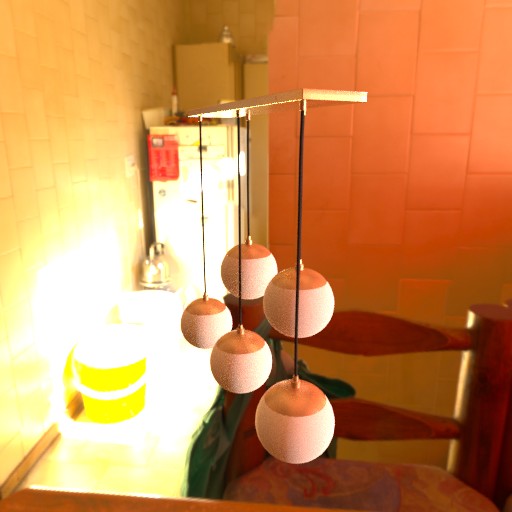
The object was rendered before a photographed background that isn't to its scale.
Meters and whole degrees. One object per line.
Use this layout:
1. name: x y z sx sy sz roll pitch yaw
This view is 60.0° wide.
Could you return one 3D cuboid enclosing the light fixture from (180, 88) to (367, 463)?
1. light fixture: 0.000 0.000 1.331 0.299 0.869 0.863 -7 16 -24
